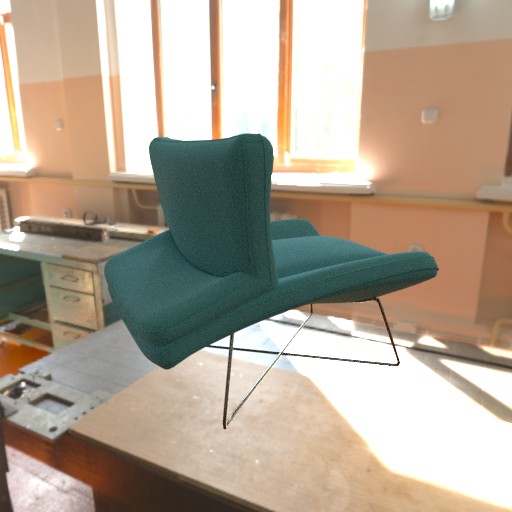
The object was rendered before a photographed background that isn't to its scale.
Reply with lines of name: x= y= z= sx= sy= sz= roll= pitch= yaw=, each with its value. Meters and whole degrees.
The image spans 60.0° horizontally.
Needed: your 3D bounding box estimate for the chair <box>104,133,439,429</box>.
chair: x=0.000 y=0.000 z=1.635 sx=1.008 sy=0.855 sz=0.859 roll=-7 pitch=16 yaw=-27
